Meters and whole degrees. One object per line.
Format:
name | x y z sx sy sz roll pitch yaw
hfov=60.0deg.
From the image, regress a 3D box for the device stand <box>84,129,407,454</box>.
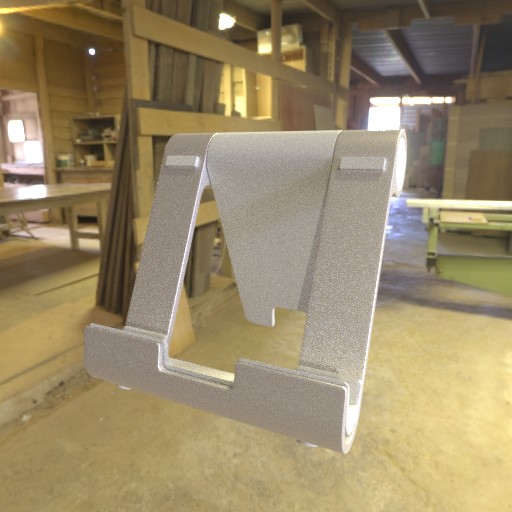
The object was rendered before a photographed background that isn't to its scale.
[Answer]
device stand | 0.000 0.000 0.152 0.086 0.084 0.079 7 15 26
